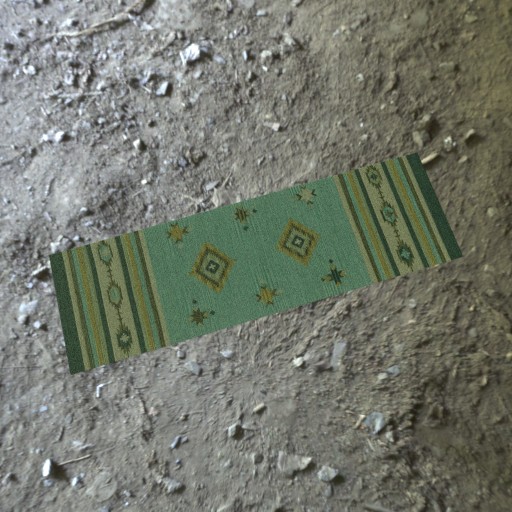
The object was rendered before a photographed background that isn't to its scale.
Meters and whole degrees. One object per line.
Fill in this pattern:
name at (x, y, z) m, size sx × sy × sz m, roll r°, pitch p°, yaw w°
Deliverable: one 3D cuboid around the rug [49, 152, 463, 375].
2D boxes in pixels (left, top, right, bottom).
rug at (0.000, 0.000, 2.731) m, size 2.441 × 0.010 × 0.744 m, roll -16°, pitch 75°, yaw -4°
